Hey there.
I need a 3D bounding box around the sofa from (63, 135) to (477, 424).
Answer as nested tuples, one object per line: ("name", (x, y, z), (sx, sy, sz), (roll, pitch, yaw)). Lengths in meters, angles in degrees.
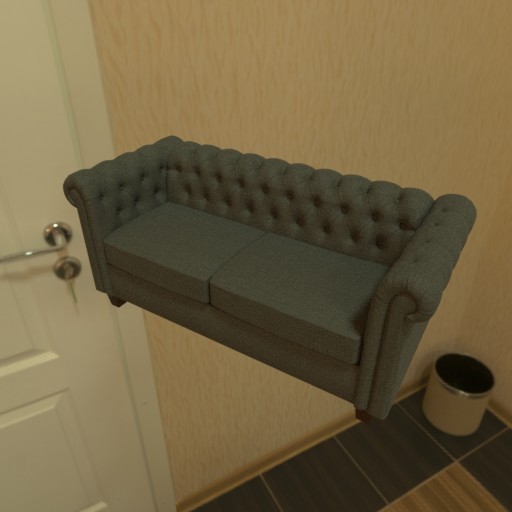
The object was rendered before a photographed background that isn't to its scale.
("sofa", (0.000, 0.000, 2.222), (1.798, 0.797, 0.783), (18, 36, 27))
